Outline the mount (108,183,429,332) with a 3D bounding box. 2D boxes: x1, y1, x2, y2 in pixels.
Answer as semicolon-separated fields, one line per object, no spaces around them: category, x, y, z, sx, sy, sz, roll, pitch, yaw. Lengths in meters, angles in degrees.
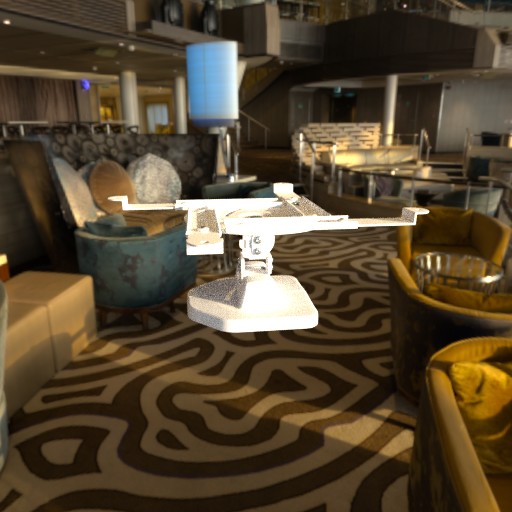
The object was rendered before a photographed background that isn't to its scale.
mount;0.000;0.000;0.590;0.394;0.141;0.394;-2;17;-7
